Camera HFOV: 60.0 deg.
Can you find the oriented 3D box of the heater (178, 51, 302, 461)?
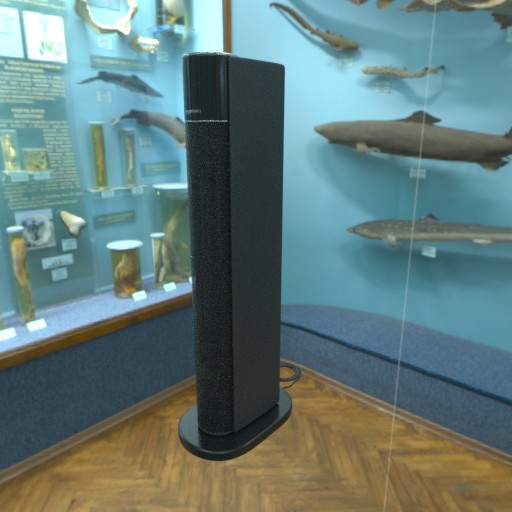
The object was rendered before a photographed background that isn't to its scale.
[{"bbox_3d":[0.000,0.000,1.063,0.214,0.856,0.458,16,22,43],"label":"heater"}]
